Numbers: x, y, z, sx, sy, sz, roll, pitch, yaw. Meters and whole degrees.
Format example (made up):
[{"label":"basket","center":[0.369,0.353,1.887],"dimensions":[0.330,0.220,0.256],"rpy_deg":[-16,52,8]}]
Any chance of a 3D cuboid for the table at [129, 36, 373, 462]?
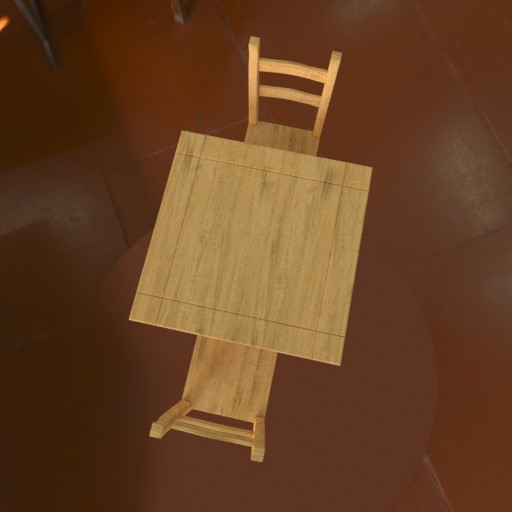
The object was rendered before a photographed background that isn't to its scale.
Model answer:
[{"label":"table","center":[0.000,0.000,2.009],"dimensions":[0.813,0.942,1.501],"rpy_deg":[12,76,3]}]
